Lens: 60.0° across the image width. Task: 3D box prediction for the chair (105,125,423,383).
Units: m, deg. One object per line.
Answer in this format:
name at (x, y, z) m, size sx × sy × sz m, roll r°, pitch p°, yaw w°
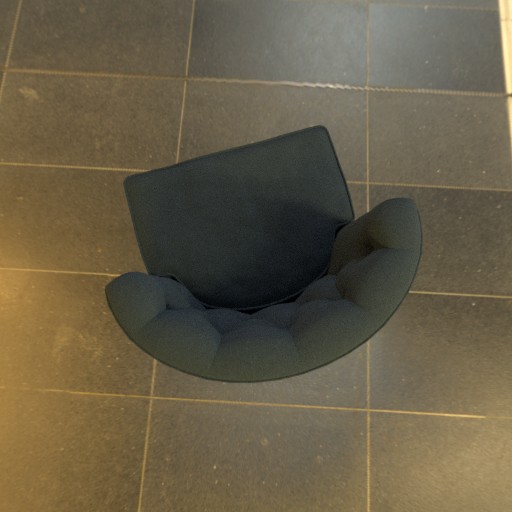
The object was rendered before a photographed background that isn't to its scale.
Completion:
chair at (0.000, 0.000, 1.366) m, size 0.740 × 0.771 × 0.718 m, roll -16°, pitch 77°, yaw -4°
